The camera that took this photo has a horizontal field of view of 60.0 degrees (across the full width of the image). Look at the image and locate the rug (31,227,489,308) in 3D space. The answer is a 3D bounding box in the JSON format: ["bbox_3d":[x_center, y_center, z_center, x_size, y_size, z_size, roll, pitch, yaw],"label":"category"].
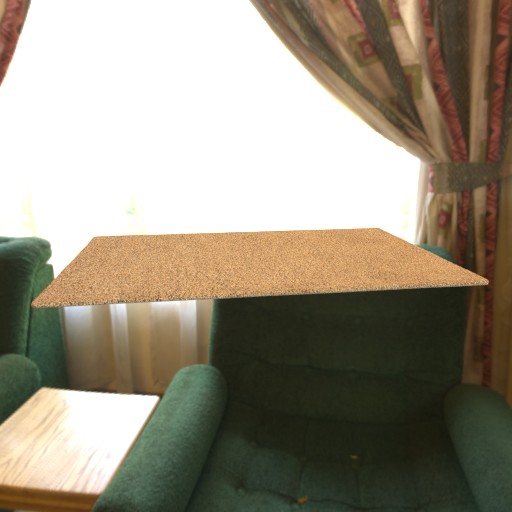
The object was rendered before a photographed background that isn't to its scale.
[{"bbox_3d":[0.000,0.000,3.045,2.438,0.030,1.524,-2,15,-8],"label":"rug"}]
